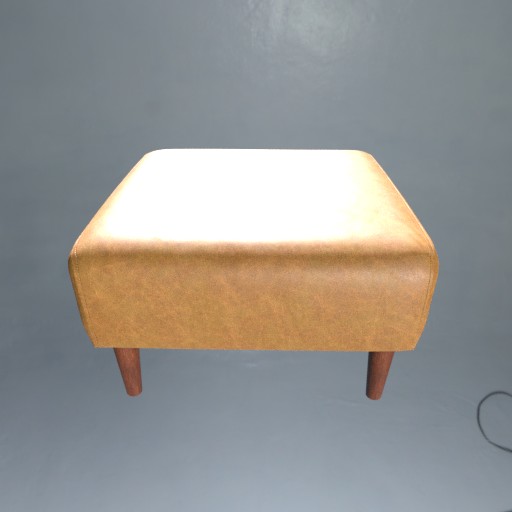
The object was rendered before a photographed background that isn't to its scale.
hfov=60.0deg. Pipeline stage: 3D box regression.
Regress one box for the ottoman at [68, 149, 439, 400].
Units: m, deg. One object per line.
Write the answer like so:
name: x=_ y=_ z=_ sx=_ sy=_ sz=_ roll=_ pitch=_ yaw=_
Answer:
ottoman: x=0.000 y=0.000 z=1.085 sx=0.650 sy=0.399 sz=0.650 roll=1 pitch=29 yaw=1
